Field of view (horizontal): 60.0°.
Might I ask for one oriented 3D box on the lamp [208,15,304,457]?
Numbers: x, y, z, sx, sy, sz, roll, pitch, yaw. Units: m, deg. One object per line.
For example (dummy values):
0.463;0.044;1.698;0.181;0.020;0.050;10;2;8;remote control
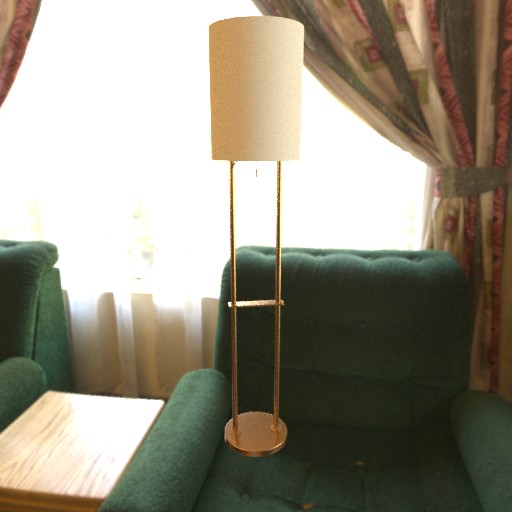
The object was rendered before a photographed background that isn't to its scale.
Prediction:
0.000;0.000;1.602;0.306;1.500;0.305;-2;15;-7;lamp
